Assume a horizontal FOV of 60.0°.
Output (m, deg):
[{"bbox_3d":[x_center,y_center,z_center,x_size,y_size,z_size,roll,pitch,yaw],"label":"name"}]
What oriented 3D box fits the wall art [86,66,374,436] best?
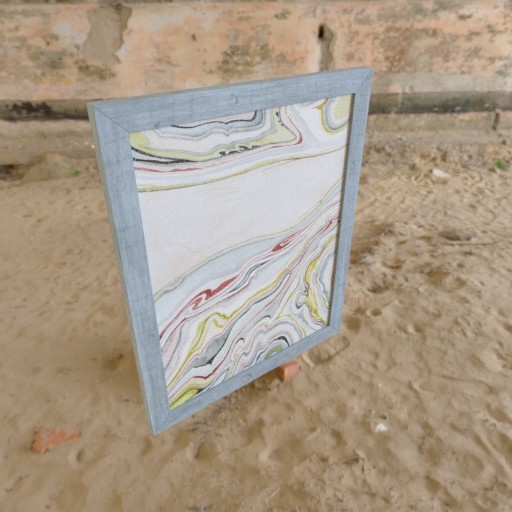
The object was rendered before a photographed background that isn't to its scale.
[{"bbox_3d":[0.000,0.000,0.784,0.479,0.582,0.022,-21,37,-31],"label":"wall art"}]
